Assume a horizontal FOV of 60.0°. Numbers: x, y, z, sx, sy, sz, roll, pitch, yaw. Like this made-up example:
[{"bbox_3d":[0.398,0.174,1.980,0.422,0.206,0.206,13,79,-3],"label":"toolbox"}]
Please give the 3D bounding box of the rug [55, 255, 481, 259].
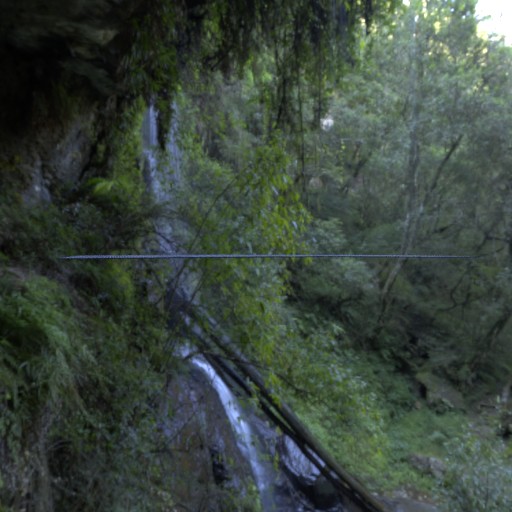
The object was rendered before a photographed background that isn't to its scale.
[{"bbox_3d":[0.000,0.000,2.231,1.740,0.010,1.135,0,1,-18],"label":"rug"}]
